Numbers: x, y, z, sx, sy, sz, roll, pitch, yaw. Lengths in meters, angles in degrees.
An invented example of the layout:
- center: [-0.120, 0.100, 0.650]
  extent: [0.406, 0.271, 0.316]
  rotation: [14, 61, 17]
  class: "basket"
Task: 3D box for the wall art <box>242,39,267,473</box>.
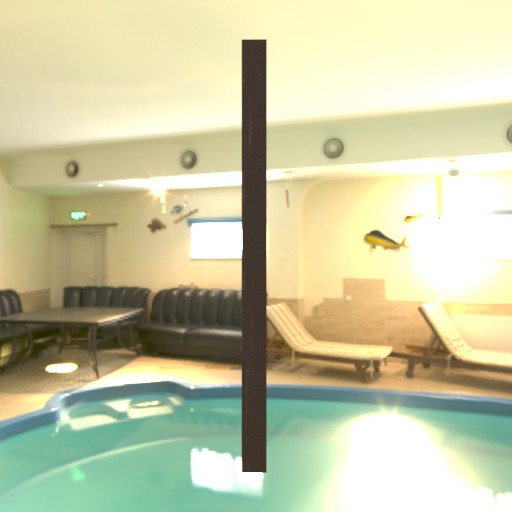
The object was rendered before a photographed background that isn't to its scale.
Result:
- center: [0.000, 0.000, 1.157]
  extent: [0.043, 0.758, 0.762]
  rotation: [0, 0, 0]
  class: "wall art"
